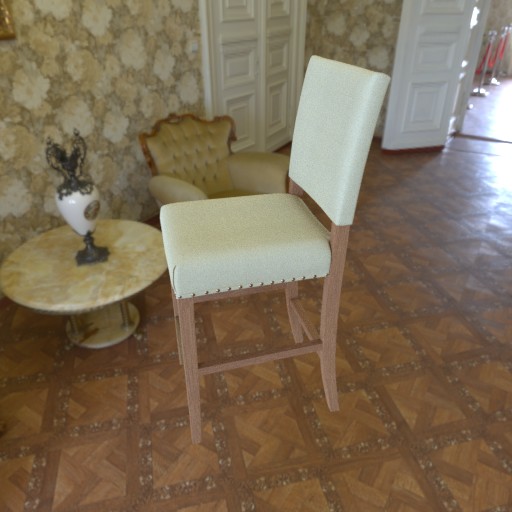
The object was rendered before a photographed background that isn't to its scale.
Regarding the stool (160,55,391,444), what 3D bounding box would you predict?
[{"bbox_3d":[0.000,0.000,1.471,0.584,1.168,0.445,-7,30,-13],"label":"stool"}]
